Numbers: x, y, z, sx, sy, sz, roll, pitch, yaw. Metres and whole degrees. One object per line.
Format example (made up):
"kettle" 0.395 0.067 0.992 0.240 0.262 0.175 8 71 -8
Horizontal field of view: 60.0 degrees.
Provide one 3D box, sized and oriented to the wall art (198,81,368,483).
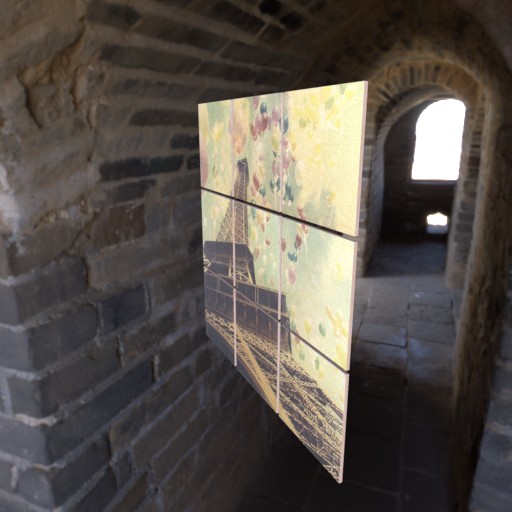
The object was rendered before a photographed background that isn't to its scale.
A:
"wall art" 0.000 0.000 1.792 0.013 1.218 1.219 -8 18 -26
